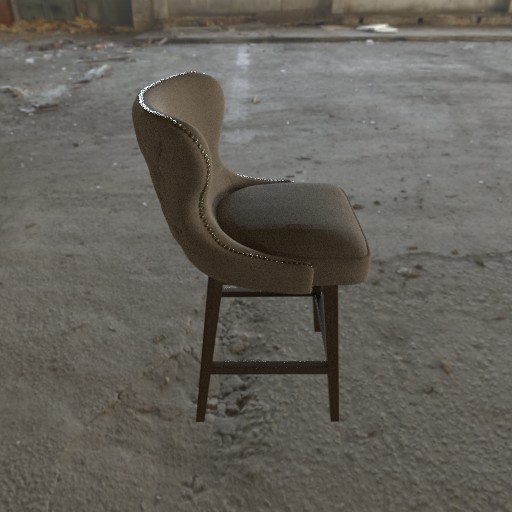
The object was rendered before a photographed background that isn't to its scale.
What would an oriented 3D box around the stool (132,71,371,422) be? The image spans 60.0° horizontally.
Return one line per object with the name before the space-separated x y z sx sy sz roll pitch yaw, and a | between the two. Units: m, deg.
stool | 0.000 0.000 1.351 0.597 0.972 0.615 0 32 0
